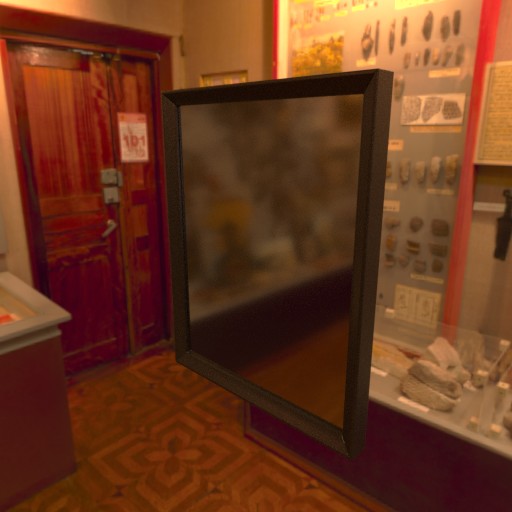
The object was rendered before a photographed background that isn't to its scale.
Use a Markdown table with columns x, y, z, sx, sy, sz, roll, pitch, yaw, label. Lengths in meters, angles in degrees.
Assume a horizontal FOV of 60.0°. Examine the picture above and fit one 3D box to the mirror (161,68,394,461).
| x | y | z | sx | sy | sz | roll | pitch | yaw | label |
| --- | --- | --- | --- | --- | --- | --- | --- | --- | --- |
| 0.000 | 0.000 | 0.697 | 0.406 | 0.509 | 0.041 | 14 | 21 | 42 | mirror |
